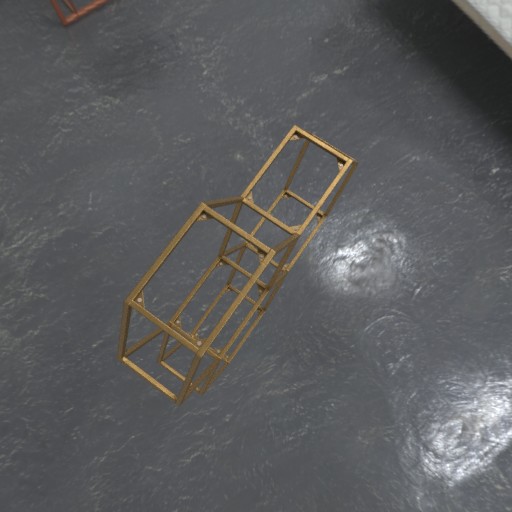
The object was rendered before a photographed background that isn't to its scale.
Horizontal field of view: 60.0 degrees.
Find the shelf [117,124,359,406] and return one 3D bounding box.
[{"bbox_3d":[0.000,0.000,1.072,0.150,0.701,0.708,34,78,8],"label":"shelf"}]
